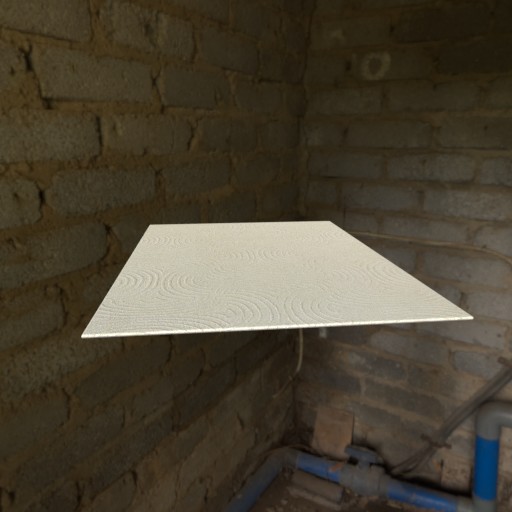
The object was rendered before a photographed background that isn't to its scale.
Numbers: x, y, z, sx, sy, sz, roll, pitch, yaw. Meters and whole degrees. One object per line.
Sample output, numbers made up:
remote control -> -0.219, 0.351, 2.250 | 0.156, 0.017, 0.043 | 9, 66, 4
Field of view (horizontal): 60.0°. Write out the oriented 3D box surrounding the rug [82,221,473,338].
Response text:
rug -> 0.000, 0.000, 2.725 | 1.526, 0.015, 2.132 | -2, 15, -6
